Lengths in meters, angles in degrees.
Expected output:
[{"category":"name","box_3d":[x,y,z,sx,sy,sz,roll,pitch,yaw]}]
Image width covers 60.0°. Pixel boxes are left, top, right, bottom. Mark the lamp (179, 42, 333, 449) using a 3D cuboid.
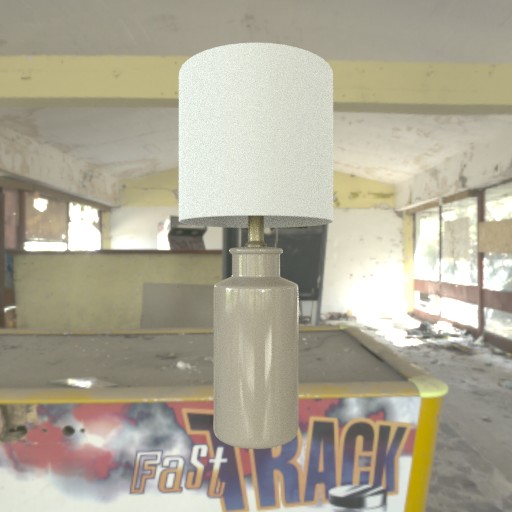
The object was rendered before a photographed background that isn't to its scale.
[{"category":"lamp","box_3d":[0.000,0.000,0.617,0.212,0.493,0.212,0,0,36]}]
